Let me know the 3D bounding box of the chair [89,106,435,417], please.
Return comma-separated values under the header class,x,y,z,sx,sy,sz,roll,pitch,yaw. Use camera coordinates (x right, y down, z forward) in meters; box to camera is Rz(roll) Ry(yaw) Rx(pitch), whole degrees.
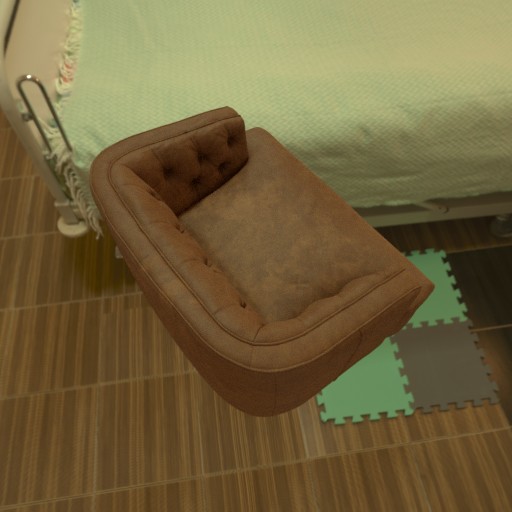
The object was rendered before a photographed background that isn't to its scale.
class,x,y,z,sx,sy,sz,roll,pitch,yaw
chair,0.000,0.000,1.795,0.911,0.836,1.119,-33,64,-18
